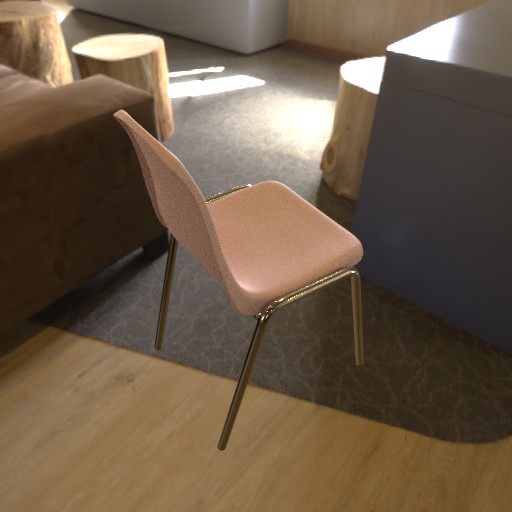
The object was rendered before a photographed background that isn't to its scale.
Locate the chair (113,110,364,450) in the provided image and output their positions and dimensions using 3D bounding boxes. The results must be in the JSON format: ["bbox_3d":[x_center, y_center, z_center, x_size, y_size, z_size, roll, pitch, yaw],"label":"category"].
[{"bbox_3d":[0.000,0.000,0.964,0.436,0.704,0.381,-24,47,-25],"label":"chair"}]
